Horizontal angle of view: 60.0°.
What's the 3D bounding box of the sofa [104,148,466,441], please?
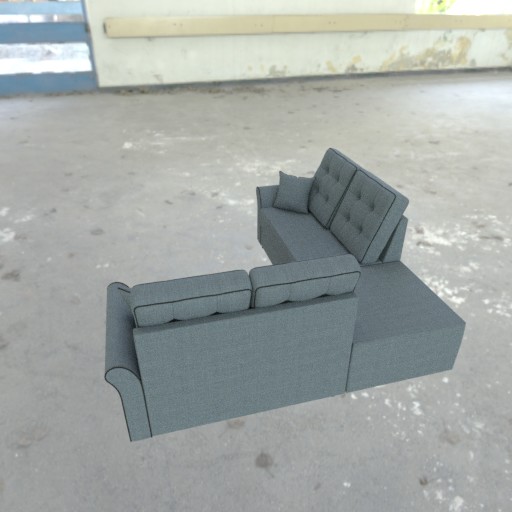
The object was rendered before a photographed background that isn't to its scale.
[{"bbox_3d":[0.000,0.000,3.254,2.070,0.988,2.068,-8,32,-13],"label":"sofa"}]
